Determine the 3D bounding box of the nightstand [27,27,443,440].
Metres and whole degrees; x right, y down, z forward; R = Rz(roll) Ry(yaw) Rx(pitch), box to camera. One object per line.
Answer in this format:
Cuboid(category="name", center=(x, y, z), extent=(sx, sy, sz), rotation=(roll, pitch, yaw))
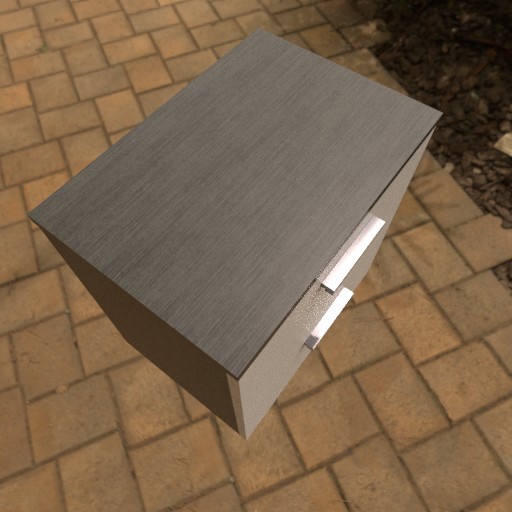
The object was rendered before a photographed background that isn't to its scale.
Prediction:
Cuboid(category="nightstand", center=(0.000, 0.000, 0.747), extent=(0.325, 0.460, 0.441), rotation=(33, 65, 18))
